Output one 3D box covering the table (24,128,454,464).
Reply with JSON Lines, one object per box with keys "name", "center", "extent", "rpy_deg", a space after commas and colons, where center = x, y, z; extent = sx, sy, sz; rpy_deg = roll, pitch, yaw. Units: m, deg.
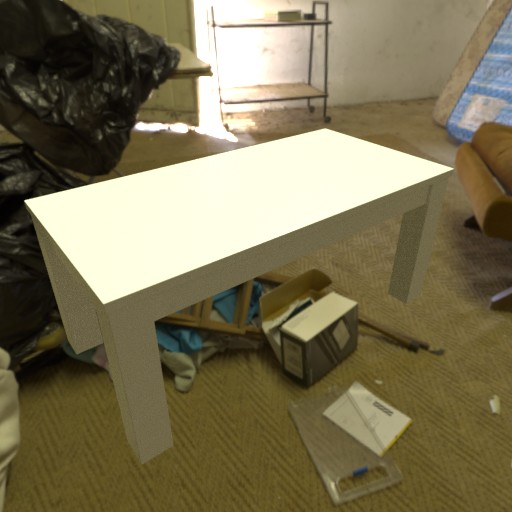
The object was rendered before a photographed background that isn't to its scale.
{"name": "table", "center": [0.000, 0.000, 2.256], "extent": [1.800, 0.790, 0.900], "rpy_deg": [-22, 38, -31]}
